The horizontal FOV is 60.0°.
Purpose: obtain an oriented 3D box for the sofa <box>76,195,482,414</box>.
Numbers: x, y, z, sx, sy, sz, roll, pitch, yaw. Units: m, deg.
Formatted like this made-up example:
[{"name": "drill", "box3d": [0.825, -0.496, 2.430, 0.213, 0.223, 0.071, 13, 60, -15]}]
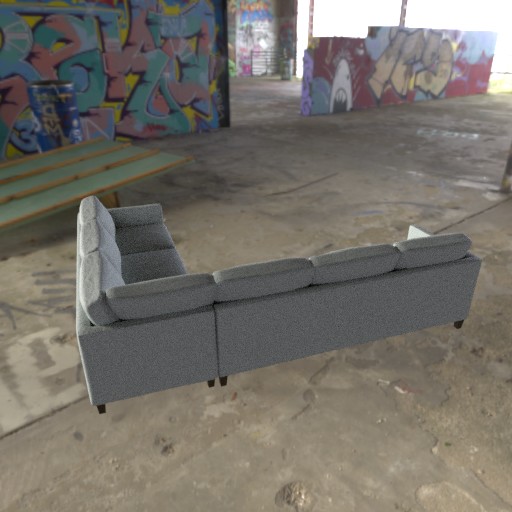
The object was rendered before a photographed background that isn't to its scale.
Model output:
[{"name": "sofa", "box3d": [0.000, 0.000, 4.464, 3.333, 0.934, 2.522, -9, 27, -18]}]
